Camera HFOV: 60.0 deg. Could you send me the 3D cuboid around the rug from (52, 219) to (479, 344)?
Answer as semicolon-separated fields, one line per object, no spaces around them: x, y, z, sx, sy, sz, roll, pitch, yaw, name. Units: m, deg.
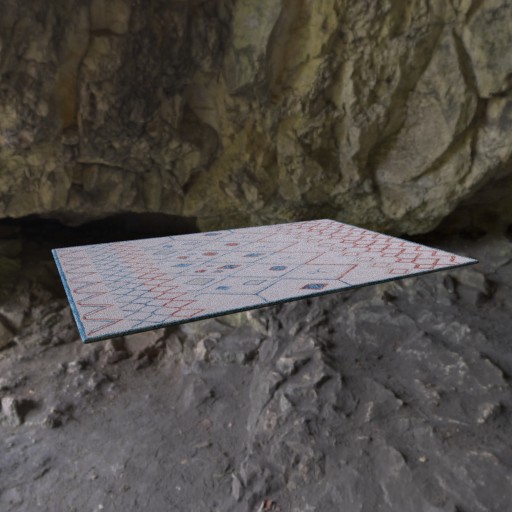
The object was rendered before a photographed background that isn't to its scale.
0.000;0.000;2.269;1.829;0.016;1.219;-8;18;-27;rug
